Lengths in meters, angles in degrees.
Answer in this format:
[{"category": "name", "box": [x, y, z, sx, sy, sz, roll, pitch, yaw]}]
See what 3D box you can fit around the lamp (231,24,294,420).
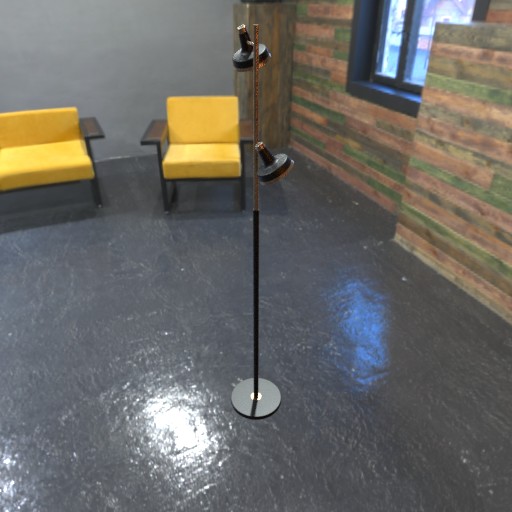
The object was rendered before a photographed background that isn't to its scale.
[{"category": "lamp", "box": [0.000, 0.000, 1.807, 0.253, 1.674, 0.351, -11, 32, -17]}]
